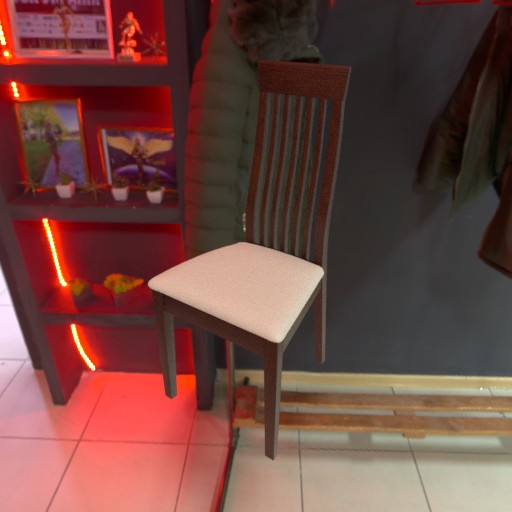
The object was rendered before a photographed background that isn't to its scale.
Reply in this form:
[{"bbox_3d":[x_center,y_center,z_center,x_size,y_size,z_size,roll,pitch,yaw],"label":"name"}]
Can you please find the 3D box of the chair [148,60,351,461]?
[{"bbox_3d":[0.000,0.000,1.325,0.460,1.027,0.474,19,34,30],"label":"chair"}]
